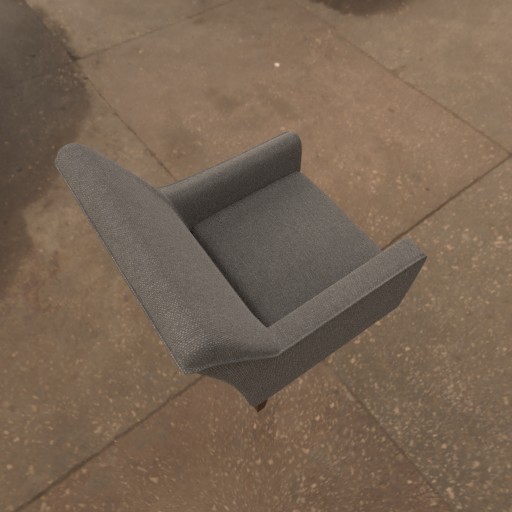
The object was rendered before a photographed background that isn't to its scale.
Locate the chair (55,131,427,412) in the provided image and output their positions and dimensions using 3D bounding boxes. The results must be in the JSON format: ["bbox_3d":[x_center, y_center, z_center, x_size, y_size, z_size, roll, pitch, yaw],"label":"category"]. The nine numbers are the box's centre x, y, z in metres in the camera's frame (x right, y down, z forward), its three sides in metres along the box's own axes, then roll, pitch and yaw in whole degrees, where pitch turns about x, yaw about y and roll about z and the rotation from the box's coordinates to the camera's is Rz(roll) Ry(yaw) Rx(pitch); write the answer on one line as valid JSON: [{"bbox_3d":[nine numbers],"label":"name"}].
[{"bbox_3d":[0.000,0.000,1.597,0.899,0.919,0.780,-30,62,-18],"label":"chair"}]
